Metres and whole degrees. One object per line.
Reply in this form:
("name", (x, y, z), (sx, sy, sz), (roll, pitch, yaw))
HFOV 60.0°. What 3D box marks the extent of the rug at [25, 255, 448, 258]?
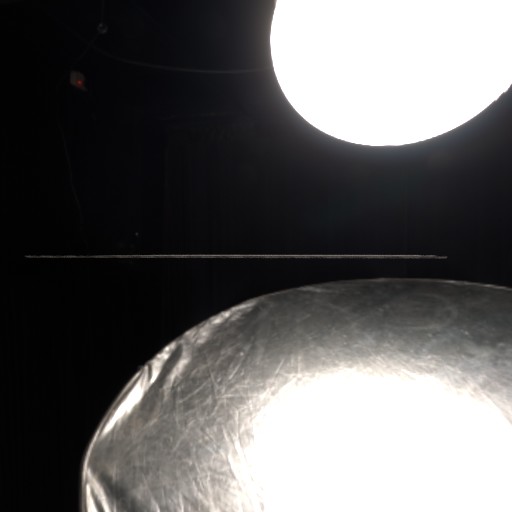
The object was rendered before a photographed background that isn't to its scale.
("rug", (0.000, 0.000, 4.150), (3.021, 0.013, 2.432), (0, 0, 16))
